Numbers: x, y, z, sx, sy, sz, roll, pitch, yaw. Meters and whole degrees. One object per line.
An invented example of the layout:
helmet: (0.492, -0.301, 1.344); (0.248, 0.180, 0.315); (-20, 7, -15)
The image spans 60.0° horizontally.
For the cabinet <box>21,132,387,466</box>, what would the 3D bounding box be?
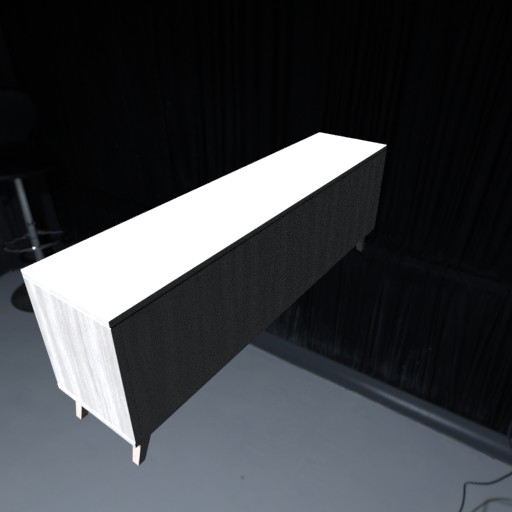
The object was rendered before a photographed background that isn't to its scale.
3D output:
cabinet: (0.000, 0.000, 2.431); (0.499, 0.779, 2.198); (21, 37, 30)
